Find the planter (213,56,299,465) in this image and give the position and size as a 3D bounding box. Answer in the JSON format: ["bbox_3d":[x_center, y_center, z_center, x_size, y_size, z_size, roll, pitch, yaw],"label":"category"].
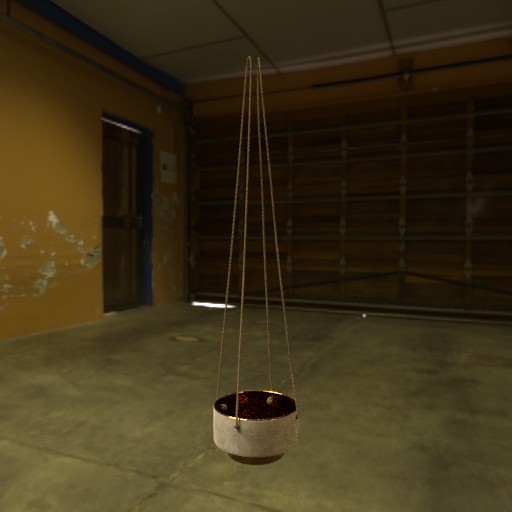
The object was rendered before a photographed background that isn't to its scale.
[{"bbox_3d":[0.000,0.000,1.159,0.223,1.030,0.223,0,1,-21],"label":"planter"}]
